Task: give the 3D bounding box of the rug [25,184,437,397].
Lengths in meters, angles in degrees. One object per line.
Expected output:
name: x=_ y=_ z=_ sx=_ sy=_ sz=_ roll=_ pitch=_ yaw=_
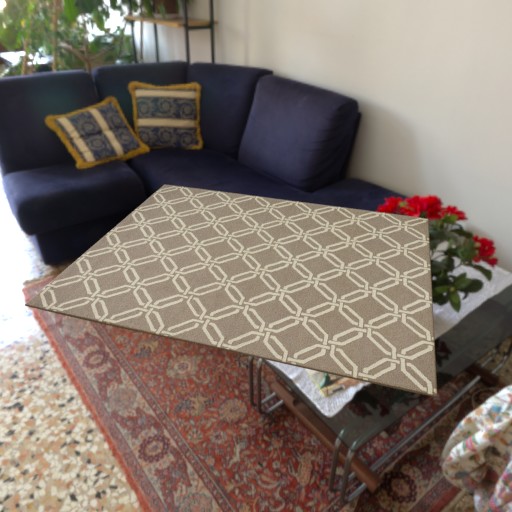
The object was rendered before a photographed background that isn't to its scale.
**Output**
rug: x=0.000 y=0.000 z=3.847 sx=2.895 sy=0.018 sz=2.288 roll=9 pitch=34 yaw=14
